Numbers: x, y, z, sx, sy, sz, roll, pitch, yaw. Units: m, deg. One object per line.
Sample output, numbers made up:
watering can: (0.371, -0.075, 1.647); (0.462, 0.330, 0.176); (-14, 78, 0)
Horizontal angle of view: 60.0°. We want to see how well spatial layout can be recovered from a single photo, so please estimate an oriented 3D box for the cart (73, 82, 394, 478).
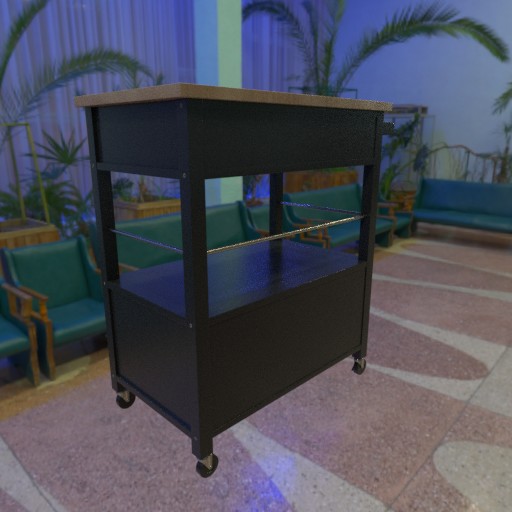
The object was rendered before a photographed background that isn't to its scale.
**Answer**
cart: (0.000, 0.000, 1.360); (0.840, 0.901, 0.459); (-15, 21, -43)
